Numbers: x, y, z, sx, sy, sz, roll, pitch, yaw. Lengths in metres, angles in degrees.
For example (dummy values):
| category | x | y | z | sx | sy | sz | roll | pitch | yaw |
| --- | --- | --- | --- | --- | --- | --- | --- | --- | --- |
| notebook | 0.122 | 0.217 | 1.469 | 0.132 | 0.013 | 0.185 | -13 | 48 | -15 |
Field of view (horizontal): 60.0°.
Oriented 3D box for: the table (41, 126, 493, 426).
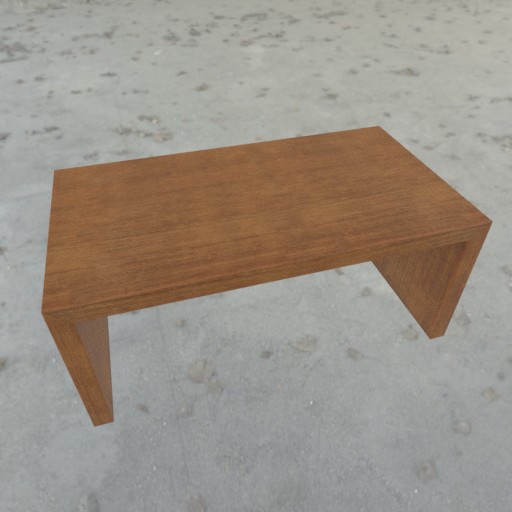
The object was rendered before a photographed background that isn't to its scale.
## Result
| category | x | y | z | sx | sy | sz | roll | pitch | yaw |
| --- | --- | --- | --- | --- | --- | --- | --- | --- | --- |
| table | 0.000 | 0.000 | 1.268 | 1.000 | 0.419 | 0.549 | -11 | 42 | -13 |
